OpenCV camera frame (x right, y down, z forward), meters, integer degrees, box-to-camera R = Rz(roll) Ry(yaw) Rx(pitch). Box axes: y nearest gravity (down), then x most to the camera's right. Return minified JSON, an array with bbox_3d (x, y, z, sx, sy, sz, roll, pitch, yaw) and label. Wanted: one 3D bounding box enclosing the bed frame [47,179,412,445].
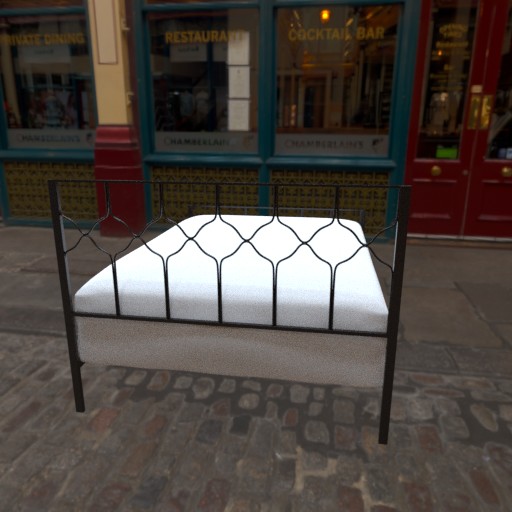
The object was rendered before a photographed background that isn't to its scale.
[{"bbox_3d":[0.000,0.000,3.041,1.597,1.222,2.063,2,16,9],"label":"bed frame"}]
